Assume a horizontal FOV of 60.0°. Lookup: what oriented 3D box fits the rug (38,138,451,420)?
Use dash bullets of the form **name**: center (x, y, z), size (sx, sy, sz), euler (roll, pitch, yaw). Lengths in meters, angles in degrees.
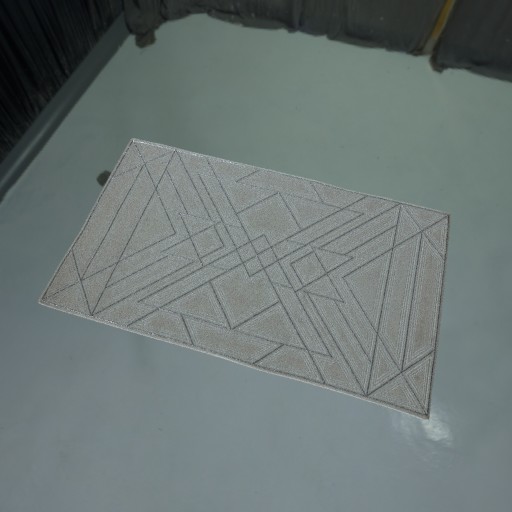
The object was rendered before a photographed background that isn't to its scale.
- **rug**: center (0.000, 0.000, 1.048), size (0.869, 0.008, 0.511), euler (15, 63, 8)
